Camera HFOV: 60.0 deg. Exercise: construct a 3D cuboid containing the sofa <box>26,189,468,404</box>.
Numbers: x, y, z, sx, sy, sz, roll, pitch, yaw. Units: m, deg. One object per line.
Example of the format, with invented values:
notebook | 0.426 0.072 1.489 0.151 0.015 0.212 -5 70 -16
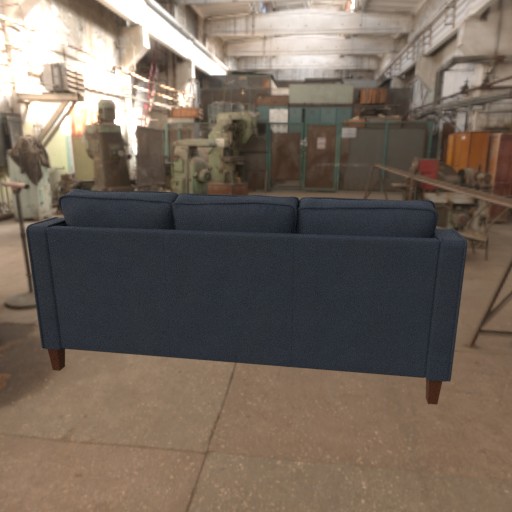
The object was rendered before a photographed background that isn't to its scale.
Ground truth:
sofa | 0.000 0.000 3.214 2.317 1.066 1.858 2 14 9
